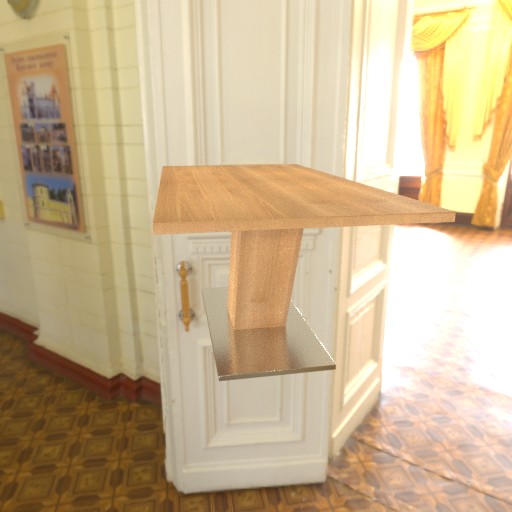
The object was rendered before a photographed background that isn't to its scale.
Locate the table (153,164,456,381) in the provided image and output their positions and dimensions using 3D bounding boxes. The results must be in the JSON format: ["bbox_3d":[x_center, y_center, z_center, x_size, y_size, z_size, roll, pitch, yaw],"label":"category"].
[{"bbox_3d":[0.000,0.000,2.221,0.900,0.750,1.800,-3,17,-10],"label":"table"}]
